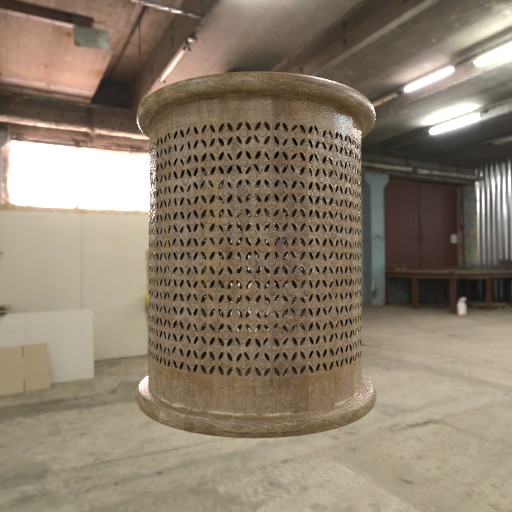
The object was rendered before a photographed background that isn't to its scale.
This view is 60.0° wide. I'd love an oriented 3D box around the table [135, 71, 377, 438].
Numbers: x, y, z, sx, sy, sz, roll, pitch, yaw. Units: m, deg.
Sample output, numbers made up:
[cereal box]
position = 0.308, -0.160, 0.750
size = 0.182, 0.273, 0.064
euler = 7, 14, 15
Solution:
[table]
position = 0.000, 0.000, 0.778
size = 0.407, 0.482, 0.407
euler = 0, -1, 0
